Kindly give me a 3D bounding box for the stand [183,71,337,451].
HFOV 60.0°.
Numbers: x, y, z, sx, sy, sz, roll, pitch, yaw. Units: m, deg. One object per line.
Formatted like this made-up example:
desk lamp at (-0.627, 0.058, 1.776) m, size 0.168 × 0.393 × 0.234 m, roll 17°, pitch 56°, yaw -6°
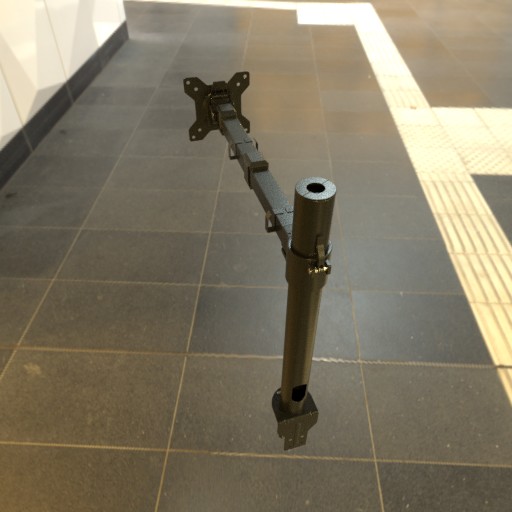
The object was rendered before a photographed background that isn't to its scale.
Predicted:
stand at (0.000, 0.000, 0.727) m, size 0.115 × 0.510 × 0.456 m, roll -12°, pitch 43°, yaw -12°
